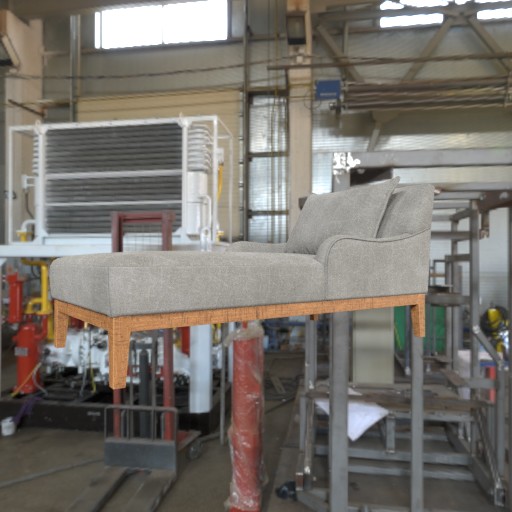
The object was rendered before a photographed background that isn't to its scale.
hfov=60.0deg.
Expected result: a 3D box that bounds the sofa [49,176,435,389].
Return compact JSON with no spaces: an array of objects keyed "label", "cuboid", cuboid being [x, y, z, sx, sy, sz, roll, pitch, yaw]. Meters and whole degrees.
[{"label":"sofa","cuboid":[0.000,0.000,2.246,1.779,0.859,0.894,0,-1,-36]}]
